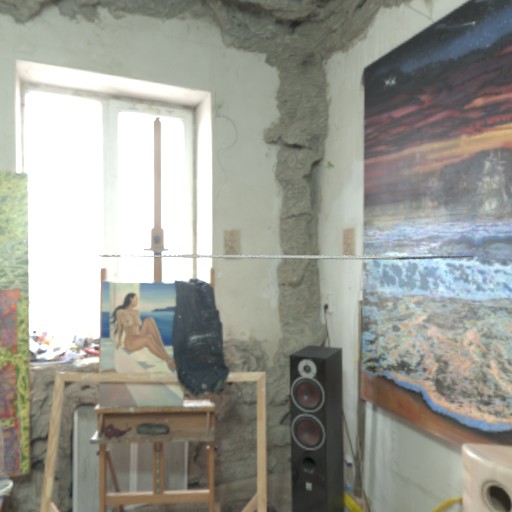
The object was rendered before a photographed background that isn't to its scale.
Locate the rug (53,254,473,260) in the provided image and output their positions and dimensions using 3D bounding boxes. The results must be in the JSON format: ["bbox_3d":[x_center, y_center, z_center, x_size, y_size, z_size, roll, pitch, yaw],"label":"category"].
[{"bbox_3d":[0.000,0.000,2.540,2.108,0.009,1.248,0,1,35],"label":"rug"}]
